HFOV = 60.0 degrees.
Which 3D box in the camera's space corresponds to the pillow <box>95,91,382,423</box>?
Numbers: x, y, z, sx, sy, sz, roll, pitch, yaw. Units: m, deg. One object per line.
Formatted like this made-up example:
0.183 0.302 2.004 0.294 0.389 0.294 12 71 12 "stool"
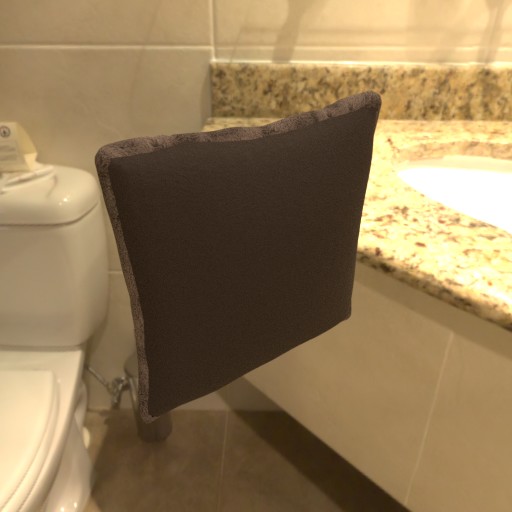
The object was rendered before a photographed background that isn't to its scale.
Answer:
0.000 0.000 0.804 0.522 0.520 0.204 -21 37 -30 "pillow"
